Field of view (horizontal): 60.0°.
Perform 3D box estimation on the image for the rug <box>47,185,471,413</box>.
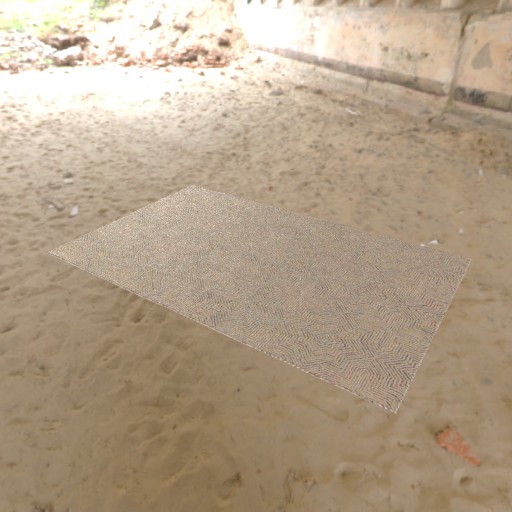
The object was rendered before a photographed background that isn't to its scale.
[{"bbox_3d":[0.000,0.000,2.983,2.428,0.007,1.519,19,35,29],"label":"rug"}]
